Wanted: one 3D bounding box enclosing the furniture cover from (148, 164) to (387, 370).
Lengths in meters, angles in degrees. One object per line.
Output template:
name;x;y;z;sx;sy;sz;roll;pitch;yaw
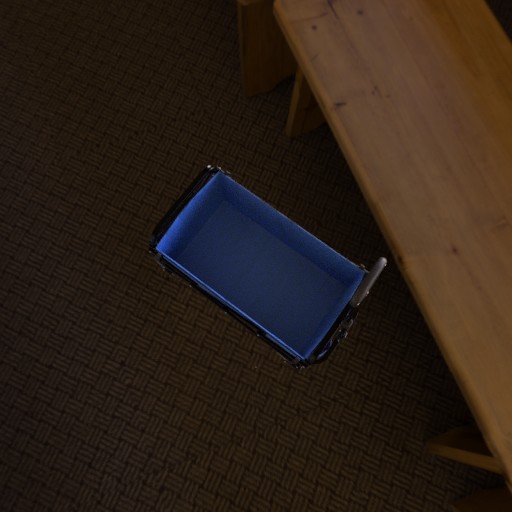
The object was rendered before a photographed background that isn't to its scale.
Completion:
furniture cover;0.000;0.000;1.830;1.038;1.295;0.532;36;79;8
